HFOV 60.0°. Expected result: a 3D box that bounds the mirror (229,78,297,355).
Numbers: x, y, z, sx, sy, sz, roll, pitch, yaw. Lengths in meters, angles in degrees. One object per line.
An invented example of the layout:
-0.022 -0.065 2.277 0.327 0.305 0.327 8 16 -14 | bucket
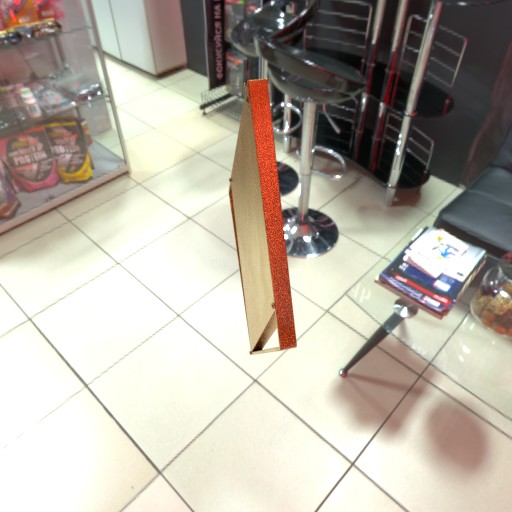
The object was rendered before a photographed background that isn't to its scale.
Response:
0.000 0.000 0.840 0.032 0.679 0.419 -10 46 -10 | mirror
